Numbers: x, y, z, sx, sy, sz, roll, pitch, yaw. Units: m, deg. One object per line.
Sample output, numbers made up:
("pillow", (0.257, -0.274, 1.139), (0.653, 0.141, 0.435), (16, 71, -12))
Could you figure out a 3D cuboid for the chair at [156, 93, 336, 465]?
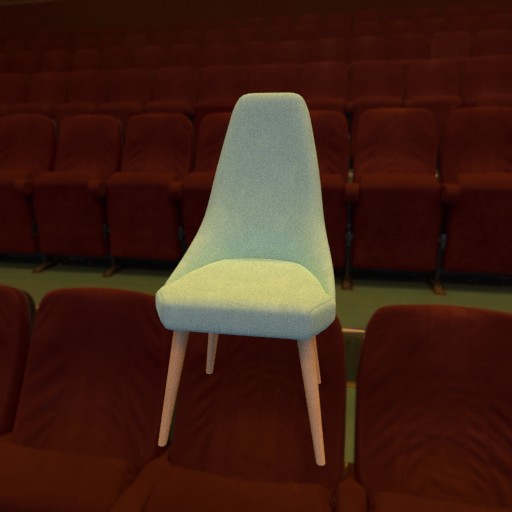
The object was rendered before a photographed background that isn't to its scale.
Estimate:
("chair", (0.000, 0.000, 1.419), (0.510, 1.040, 0.660), (3, 15, 10))
